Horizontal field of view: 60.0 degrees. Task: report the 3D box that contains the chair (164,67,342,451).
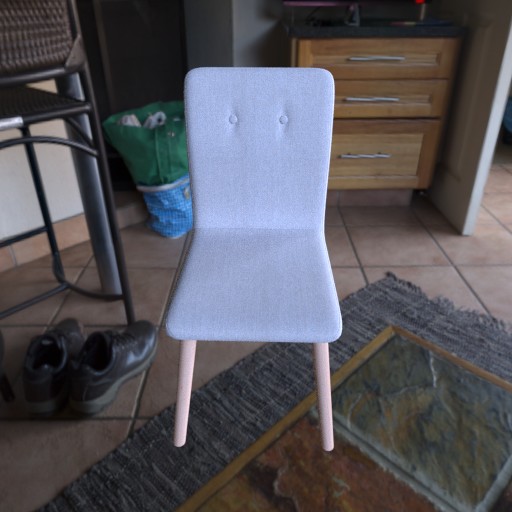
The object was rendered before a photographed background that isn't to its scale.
[{"bbox_3d":[0.000,0.000,1.199,0.435,0.885,0.550,1,30,2],"label":"chair"}]
